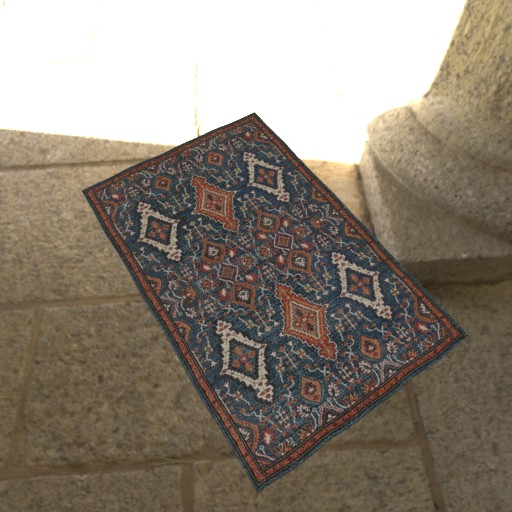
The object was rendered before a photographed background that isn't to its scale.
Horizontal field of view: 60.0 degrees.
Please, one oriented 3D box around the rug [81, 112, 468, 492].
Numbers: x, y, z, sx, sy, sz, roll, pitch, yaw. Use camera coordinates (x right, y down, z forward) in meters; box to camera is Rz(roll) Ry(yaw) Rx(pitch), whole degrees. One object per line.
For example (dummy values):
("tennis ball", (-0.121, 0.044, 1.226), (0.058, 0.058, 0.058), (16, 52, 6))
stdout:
("rug", (0.000, 0.000, 4.209), (2.190, 0.008, 3.371), (-29, 63, -16))
